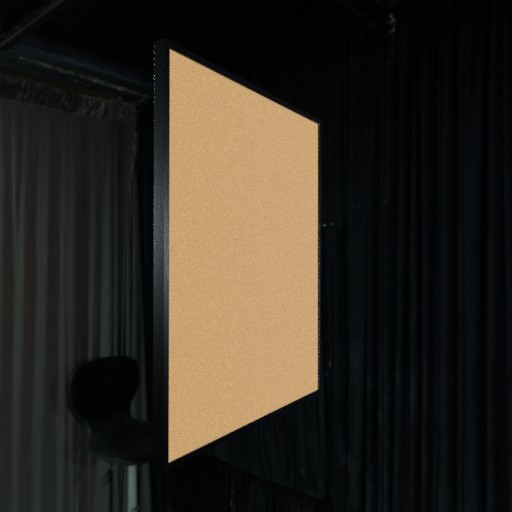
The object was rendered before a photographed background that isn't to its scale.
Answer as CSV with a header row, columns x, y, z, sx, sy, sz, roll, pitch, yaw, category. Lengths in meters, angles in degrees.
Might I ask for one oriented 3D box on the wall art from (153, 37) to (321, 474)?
x,y,z,sx,sy,sz,roll,pitch,yaw,category
0.000,0.000,1.413,0.040,1.062,0.805,0,0,36,wall art
